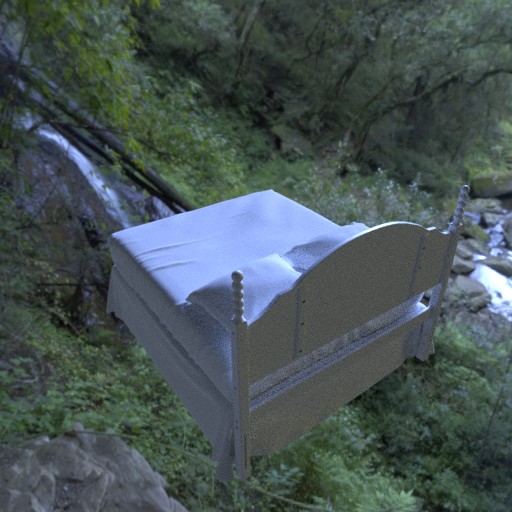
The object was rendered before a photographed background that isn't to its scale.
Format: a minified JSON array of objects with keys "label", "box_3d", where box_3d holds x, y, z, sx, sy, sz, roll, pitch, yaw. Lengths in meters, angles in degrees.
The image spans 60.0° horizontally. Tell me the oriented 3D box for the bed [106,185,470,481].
[{"label":"bed","box_3d":[0.000,0.000,3.221,1.873,1.356,2.040,-20,36,-30]}]
